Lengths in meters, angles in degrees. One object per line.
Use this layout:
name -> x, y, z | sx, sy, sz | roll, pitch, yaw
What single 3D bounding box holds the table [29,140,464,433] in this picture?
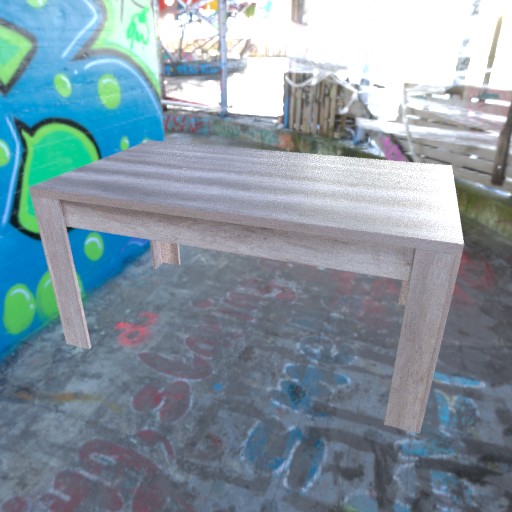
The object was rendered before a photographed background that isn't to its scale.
table -> 0.000, 0.000, 2.080 | 1.600, 0.775, 0.900 | 9, 28, 17
